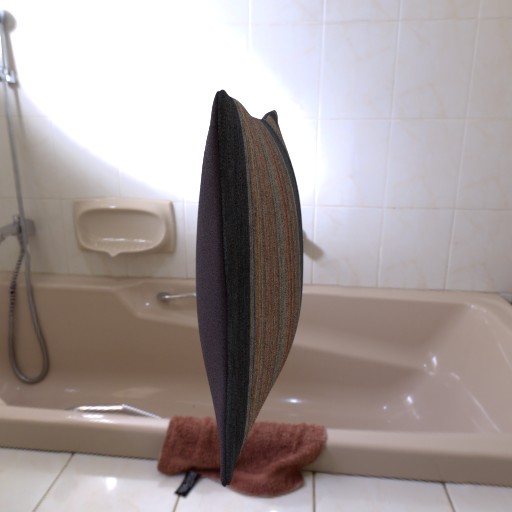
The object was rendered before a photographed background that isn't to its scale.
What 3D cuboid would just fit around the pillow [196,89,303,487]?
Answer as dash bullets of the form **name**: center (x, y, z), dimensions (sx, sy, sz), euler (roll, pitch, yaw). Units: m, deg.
- **pillow**: center (0.000, 0.000, 0.638), dimensions (0.136, 0.419, 0.437), euler (2, 16, 8)
